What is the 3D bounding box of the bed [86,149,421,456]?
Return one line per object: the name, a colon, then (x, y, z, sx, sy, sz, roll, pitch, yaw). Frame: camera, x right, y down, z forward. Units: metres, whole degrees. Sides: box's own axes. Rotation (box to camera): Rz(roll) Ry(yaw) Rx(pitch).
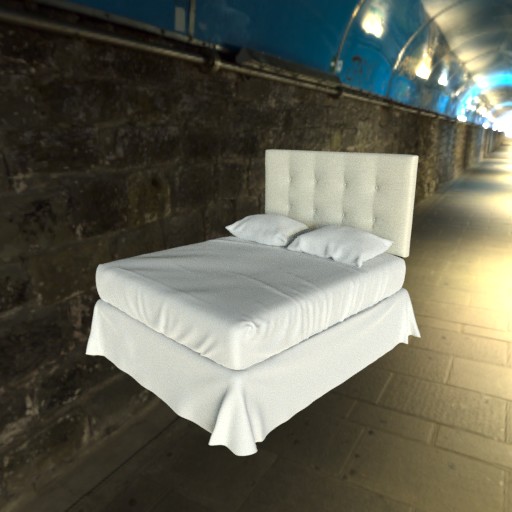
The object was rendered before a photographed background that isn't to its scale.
bed: (0.000, 0.000, 3.571, 1.936, 1.577, 2.222, 15, 22, 43)
